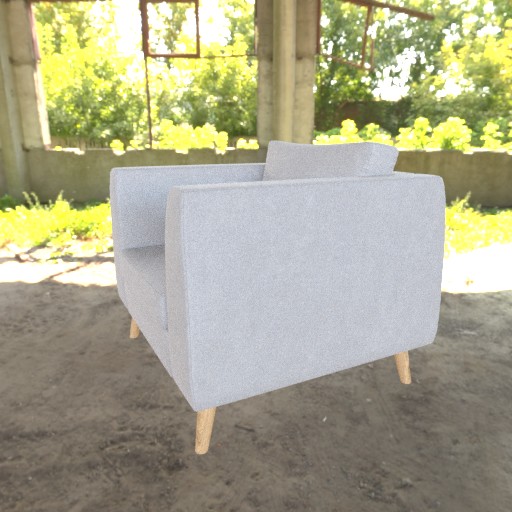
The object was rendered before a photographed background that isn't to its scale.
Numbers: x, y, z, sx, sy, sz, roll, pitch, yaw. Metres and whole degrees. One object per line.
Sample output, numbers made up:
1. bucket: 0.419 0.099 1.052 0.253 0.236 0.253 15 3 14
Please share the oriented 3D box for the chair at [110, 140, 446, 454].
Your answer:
1. chair: 0.000 0.000 1.715 0.930 0.860 1.000 -8 17 -27
